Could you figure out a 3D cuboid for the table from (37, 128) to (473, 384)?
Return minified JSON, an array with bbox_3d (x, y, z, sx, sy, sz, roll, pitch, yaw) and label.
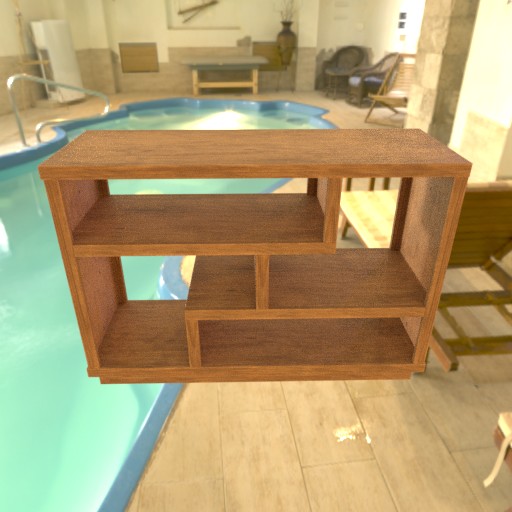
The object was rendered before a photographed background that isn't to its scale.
[{"bbox_3d":[0.000,0.000,1.531,1.151,0.771,0.410,-1,29,-1],"label":"table"}]
